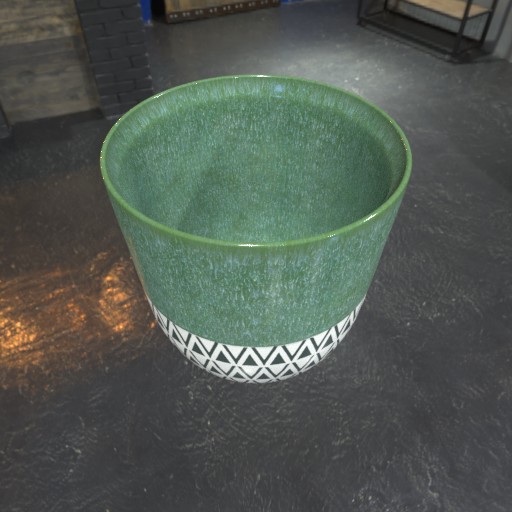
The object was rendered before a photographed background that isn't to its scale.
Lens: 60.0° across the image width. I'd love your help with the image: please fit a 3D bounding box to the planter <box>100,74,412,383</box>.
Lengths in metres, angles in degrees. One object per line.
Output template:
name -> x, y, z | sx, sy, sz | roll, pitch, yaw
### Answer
planter -> 0.000, 0.000, 0.360 | 0.195, 0.214, 0.195 | 0, 46, 0
